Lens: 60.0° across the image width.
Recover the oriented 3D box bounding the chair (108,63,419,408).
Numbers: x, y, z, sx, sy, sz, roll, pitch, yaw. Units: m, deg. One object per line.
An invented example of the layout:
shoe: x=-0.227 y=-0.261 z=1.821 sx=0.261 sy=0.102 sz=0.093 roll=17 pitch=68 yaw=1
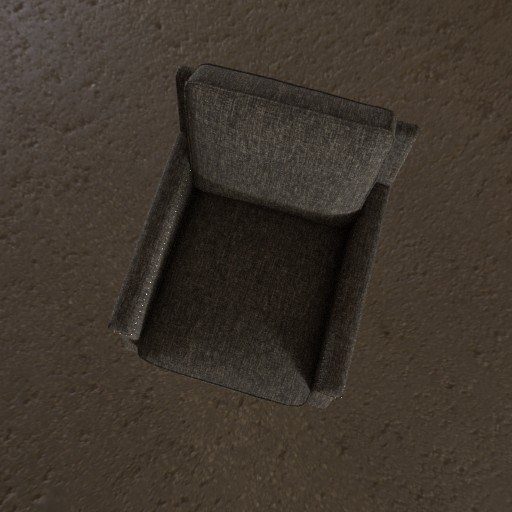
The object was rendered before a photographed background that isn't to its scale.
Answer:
chair: x=0.000 y=0.000 z=1.700 sx=0.853 sy=0.943 sz=1.014 roll=16 pitch=77 yaw=4
